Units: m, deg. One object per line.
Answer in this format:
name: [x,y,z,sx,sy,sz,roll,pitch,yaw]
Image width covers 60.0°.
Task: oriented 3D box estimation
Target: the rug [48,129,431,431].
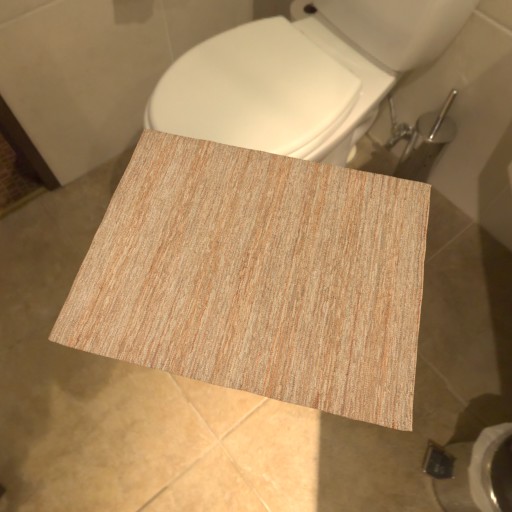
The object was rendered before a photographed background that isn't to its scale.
rug: [0.000,0.000,3.926,2.939,0.009,2.313,12,65,6]
